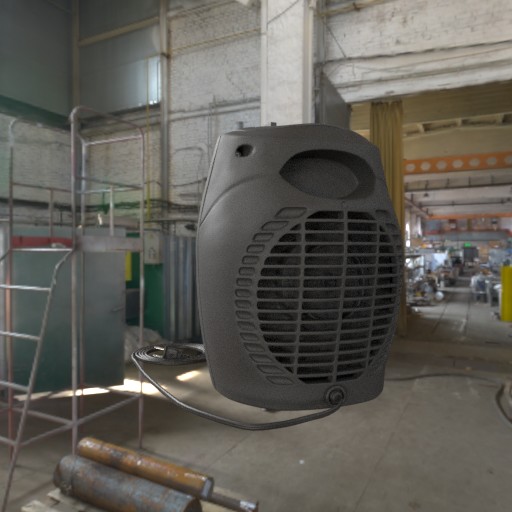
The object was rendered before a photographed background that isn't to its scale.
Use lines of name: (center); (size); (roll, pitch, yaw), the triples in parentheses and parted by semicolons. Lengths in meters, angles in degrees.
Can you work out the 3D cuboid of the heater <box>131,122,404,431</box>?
heater: (0.000, 0.000, 0.455); (0.239, 0.240, 0.291); (0, 1, -19)
